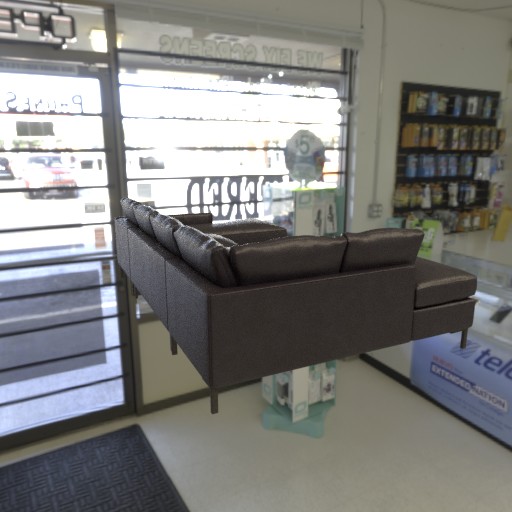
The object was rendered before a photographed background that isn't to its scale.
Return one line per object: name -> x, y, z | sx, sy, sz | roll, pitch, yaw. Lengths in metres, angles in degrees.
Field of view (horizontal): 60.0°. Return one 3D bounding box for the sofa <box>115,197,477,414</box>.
sofa -> 0.000, 0.000, 3.877 | 1.939, 0.900, 2.956 | -6, 15, -25
